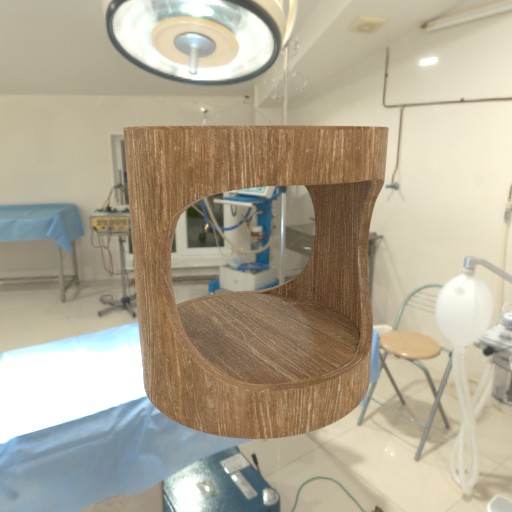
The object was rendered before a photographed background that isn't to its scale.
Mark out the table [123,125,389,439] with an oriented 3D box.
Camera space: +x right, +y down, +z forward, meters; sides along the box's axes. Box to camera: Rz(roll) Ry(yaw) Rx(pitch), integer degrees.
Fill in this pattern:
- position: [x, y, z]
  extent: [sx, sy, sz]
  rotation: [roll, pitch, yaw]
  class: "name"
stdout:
- position: [0.000, 0.000, 0.990]
  extent: [0.527, 0.551, 0.527]
  rotation: [0, 15, 0]
  class: "table"
